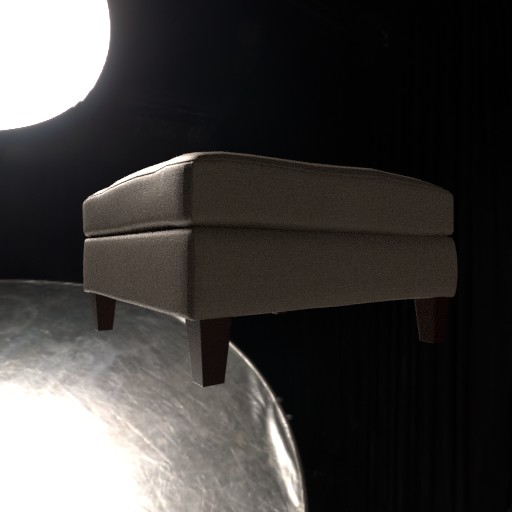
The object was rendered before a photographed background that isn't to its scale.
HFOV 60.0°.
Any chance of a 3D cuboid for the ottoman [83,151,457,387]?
[{"bbox_3d":[0.000,0.000,1.348,0.838,0.481,0.838,0,0,-34],"label":"ottoman"}]
